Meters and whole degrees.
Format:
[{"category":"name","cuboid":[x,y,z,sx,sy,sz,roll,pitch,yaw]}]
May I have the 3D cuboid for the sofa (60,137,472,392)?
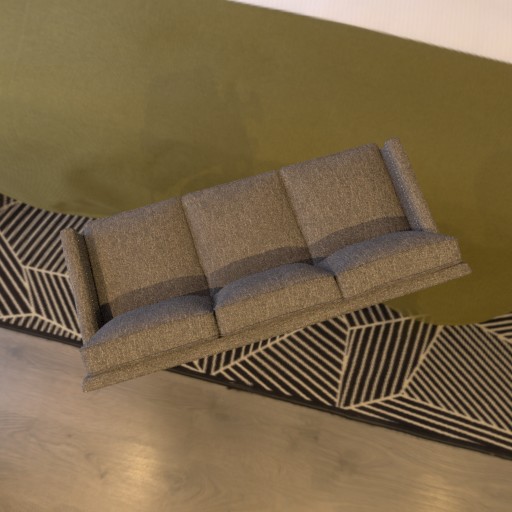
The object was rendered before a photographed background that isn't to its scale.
[{"category":"sofa","cuboid":[0.000,0.000,2.806,2.246,1.003,1.084,-16,75,-4]}]
